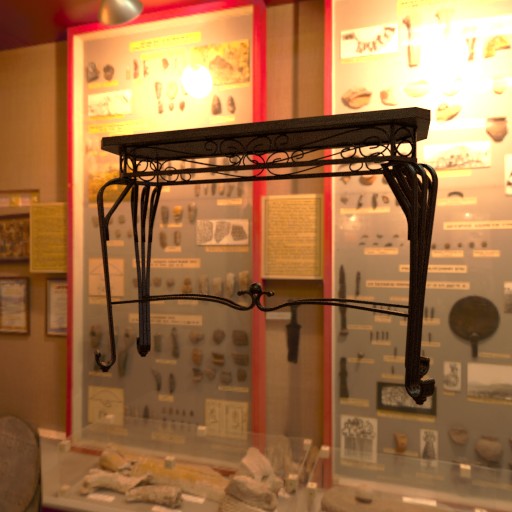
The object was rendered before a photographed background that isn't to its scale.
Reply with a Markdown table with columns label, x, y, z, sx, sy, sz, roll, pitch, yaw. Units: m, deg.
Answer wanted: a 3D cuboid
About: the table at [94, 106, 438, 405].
| label | x | y | z | sx | sy | sz | roll | pitch | yaw |
| --- | --- | --- | --- | --- | --- | --- | --- | --- | --- |
| table | 0.000 | 0.000 | 1.478 | 1.112 | 0.800 | 0.329 | 0 | 1 | 19 |
